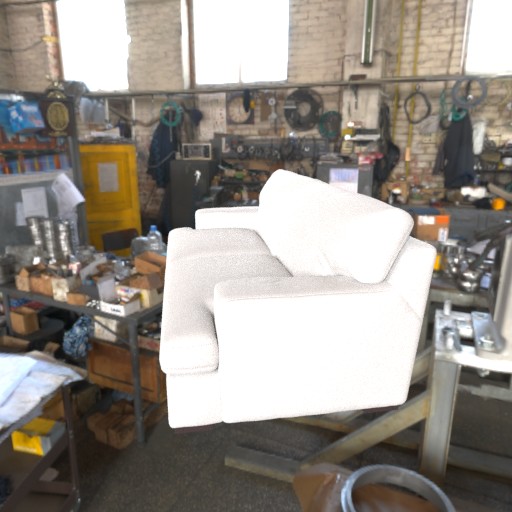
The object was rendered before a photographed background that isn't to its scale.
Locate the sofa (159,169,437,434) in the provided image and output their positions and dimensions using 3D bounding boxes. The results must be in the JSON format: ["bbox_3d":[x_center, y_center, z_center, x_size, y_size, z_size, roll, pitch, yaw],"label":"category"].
[{"bbox_3d":[0.000,0.000,2.809,1.143,0.940,2.261,-3,15,-10],"label":"sofa"}]
